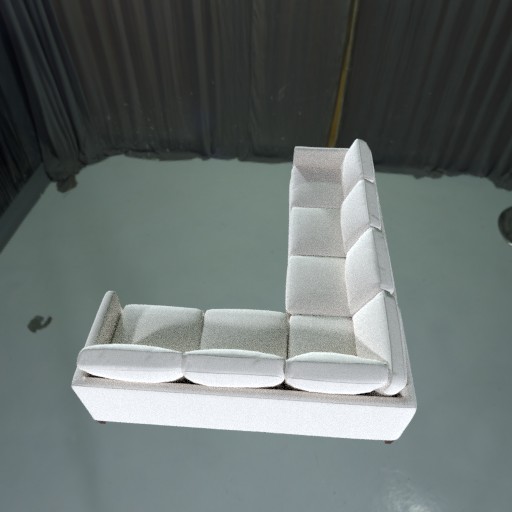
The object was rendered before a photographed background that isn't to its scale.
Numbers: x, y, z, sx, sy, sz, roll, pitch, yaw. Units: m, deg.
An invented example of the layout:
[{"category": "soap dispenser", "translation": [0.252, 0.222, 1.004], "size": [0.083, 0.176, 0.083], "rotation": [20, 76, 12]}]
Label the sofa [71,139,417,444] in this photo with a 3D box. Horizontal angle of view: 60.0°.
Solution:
[{"category": "sofa", "translation": [0.000, 0.000, 4.502], "size": [2.593, 0.947, 3.302], "rotation": [3, 48, 3]}]
